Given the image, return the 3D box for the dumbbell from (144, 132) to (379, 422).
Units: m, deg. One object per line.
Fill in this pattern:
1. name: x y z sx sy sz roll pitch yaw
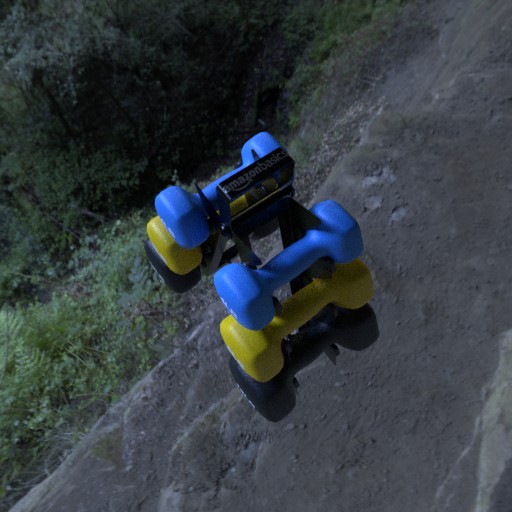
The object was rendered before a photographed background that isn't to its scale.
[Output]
1. dumbbell: 0.000 0.000 0.686 0.255 0.426 0.409 -34 68 -15
